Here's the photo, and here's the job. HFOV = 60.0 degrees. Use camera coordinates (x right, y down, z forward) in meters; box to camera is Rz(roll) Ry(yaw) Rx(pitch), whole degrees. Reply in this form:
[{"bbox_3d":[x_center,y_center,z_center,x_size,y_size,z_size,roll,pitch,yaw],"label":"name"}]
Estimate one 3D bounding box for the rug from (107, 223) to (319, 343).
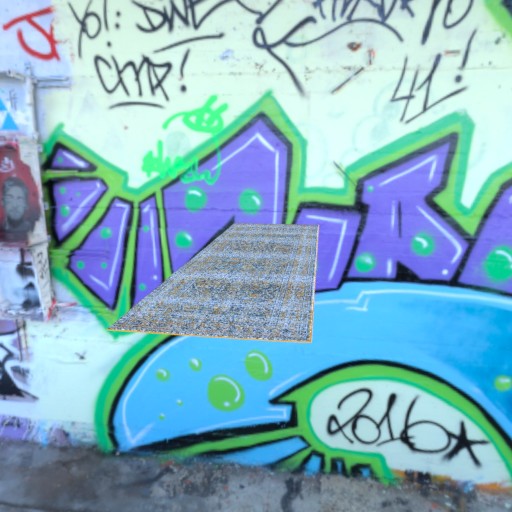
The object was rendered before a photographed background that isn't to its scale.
[{"bbox_3d":[0.000,0.000,2.580,0.704,0.014,2.294,2,14,8],"label":"rug"}]
